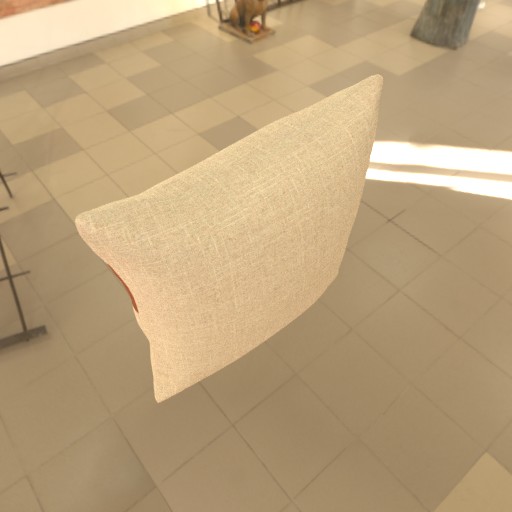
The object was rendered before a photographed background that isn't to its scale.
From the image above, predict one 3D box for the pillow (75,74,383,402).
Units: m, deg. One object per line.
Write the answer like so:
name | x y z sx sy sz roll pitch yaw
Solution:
pillow | 0.000 0.000 0.623 0.414 0.399 0.173 -32 56 -25
